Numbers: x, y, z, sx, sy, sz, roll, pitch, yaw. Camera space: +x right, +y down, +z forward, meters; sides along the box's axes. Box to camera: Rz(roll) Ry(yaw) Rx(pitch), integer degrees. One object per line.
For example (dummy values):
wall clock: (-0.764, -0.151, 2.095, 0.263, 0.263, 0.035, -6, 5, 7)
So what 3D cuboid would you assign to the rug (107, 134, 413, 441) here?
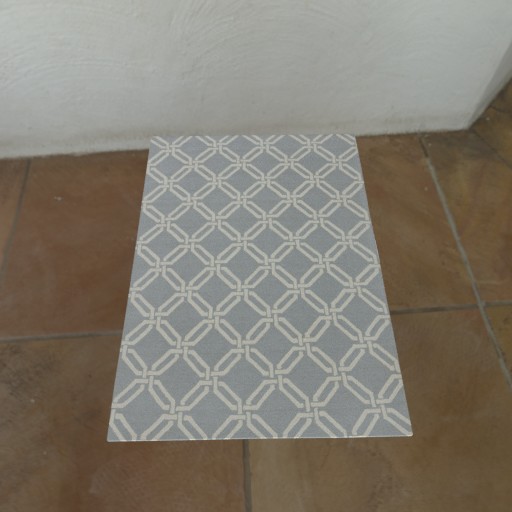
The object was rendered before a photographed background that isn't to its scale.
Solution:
rug: (0.000, 0.000, 2.755, 1.522, 0.013, 2.133, -1, 58, -1)
